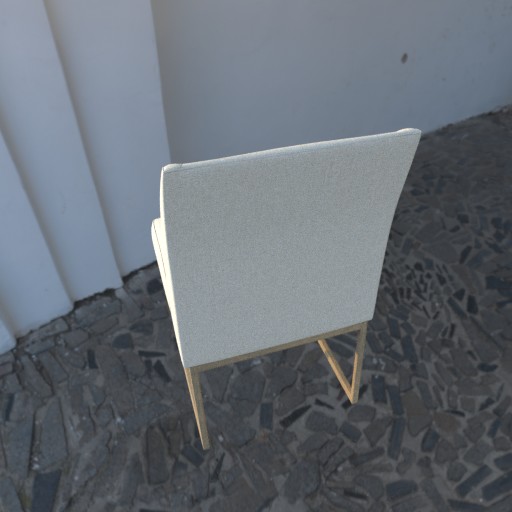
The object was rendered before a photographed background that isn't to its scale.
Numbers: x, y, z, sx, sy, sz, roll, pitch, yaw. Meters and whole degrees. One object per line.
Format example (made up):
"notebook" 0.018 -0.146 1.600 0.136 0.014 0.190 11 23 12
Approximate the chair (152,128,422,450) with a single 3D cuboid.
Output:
"chair" 0.000 0.000 1.192 0.508 0.863 0.522 -12 42 -14
